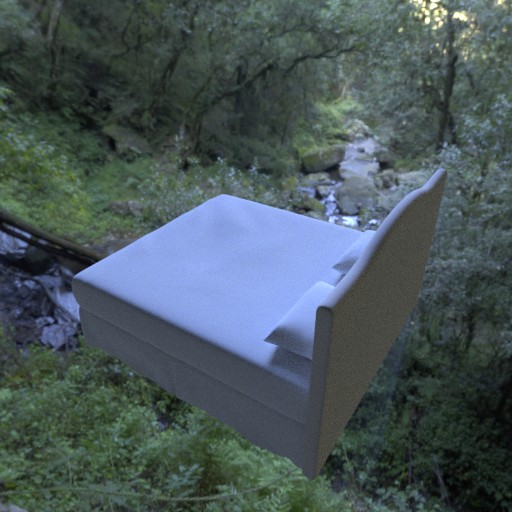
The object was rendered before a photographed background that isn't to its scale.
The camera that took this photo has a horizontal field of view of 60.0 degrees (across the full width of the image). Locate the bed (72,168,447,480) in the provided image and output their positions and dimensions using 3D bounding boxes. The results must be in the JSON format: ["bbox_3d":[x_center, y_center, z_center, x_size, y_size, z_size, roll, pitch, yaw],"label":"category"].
[{"bbox_3d":[0.000,0.000,3.478,2.182,1.421,2.083,19,36,28],"label":"bed"}]
